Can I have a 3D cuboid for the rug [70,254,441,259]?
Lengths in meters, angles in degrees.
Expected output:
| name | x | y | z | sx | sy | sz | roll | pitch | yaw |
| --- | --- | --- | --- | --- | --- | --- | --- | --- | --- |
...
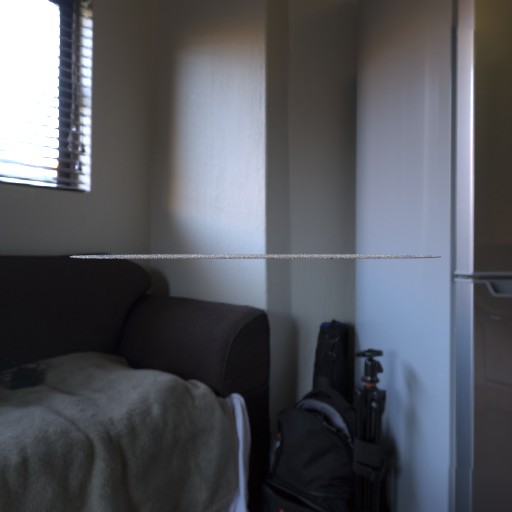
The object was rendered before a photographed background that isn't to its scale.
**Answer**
| name | x | y | z | sx | sy | sz | roll | pitch | yaw |
| --- | --- | --- | --- | --- | --- | --- | --- | --- | --- |
| rug | 0.000 | 0.000 | 3.066 | 2.432 | 0.006 | 1.520 | 0 | 1 | -1 |
